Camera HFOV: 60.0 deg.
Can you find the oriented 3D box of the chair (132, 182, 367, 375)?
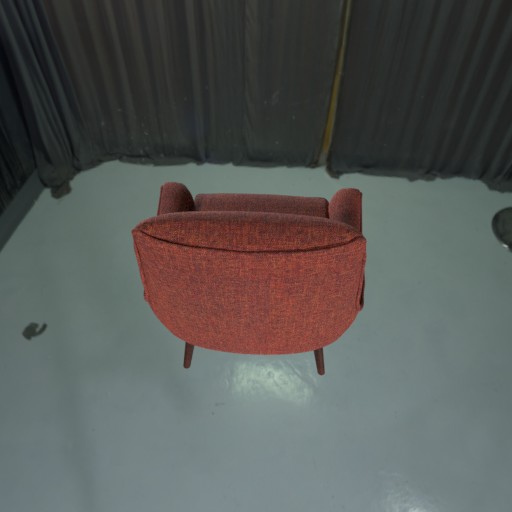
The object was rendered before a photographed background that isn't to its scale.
[{"bbox_3d":[0.000,0.000,1.540,0.803,0.911,0.784,2,47,2],"label":"chair"}]
